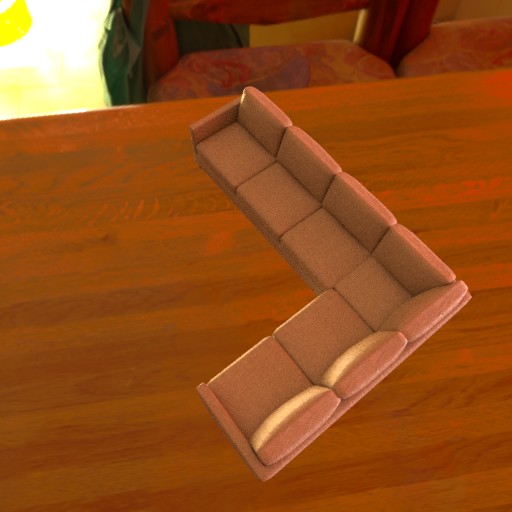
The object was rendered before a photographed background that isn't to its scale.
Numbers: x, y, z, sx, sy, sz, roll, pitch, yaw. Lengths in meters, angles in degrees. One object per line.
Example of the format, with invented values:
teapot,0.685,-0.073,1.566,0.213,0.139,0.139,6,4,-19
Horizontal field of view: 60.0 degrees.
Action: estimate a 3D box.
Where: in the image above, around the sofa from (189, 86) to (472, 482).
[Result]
sofa,0.000,0.000,4.513,2.522,0.934,3.333,-35,69,-16
